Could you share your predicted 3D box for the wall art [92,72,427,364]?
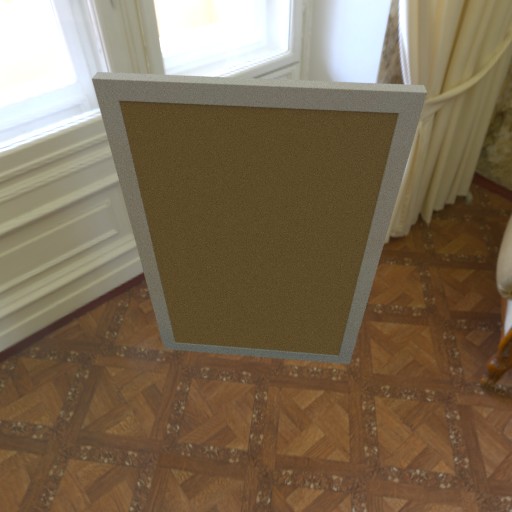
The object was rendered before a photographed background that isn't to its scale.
[{"bbox_3d":[0.000,0.000,1.426,0.764,1.143,0.038,4,46,4],"label":"wall art"}]
